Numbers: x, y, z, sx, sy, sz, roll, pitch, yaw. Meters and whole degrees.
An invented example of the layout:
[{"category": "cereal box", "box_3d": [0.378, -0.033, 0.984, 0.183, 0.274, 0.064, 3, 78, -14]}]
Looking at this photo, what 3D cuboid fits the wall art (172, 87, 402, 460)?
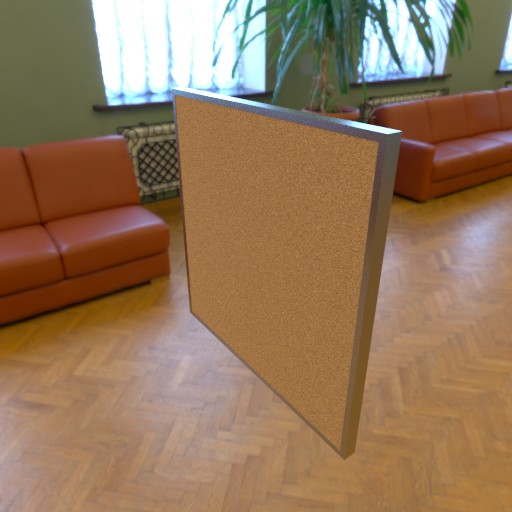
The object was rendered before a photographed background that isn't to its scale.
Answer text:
[{"category": "wall art", "box_3d": [0.000, 0.000, 1.230, 0.038, 0.806, 0.806, -18, 32, -32]}]
